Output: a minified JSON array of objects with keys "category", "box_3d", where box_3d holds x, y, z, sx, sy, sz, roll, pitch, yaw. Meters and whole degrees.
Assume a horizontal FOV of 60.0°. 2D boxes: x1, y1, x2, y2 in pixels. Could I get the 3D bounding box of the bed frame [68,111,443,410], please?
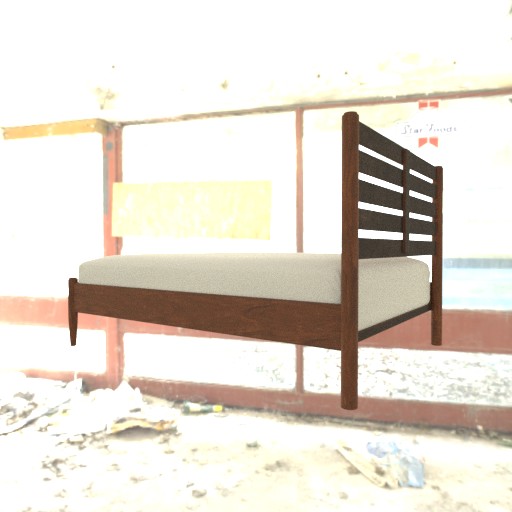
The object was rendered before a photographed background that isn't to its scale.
[{"category":"bed frame","box_3d":[0.000,0.000,3.255,2.234,1.321,1.655,1,1,35]}]
